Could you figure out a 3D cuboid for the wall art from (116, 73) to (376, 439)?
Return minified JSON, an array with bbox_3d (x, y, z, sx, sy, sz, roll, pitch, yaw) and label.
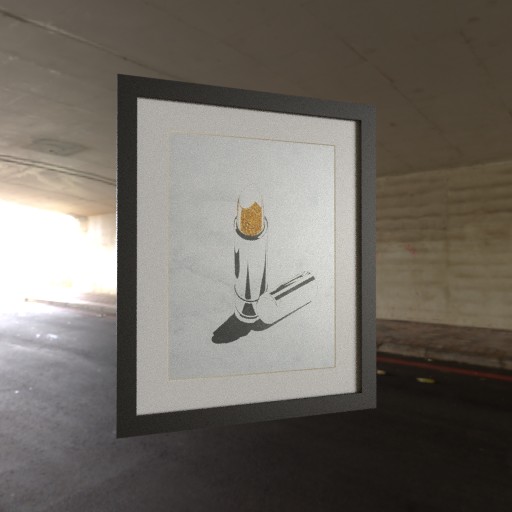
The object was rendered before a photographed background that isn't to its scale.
[{"bbox_3d":[0.000,0.000,0.763,0.457,0.559,0.029,0,-1,-18],"label":"wall art"}]
